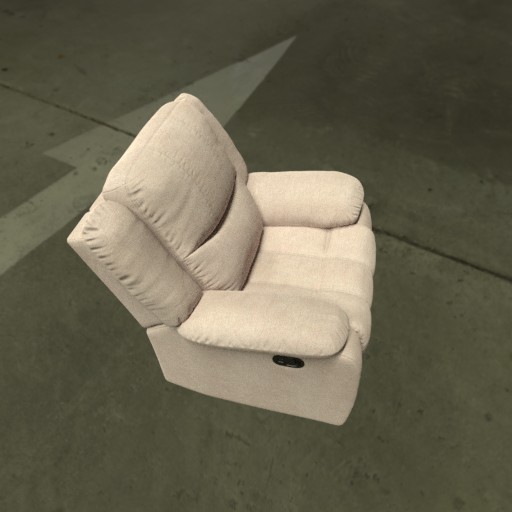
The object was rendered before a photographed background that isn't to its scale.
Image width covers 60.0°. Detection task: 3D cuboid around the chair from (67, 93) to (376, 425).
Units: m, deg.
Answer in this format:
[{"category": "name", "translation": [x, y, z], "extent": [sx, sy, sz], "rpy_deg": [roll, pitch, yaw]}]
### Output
[{"category": "chair", "translation": [0.000, 0.000, 1.726], "extent": [0.944, 1.008, 0.899], "rpy_deg": [10, 48, 9]}]
